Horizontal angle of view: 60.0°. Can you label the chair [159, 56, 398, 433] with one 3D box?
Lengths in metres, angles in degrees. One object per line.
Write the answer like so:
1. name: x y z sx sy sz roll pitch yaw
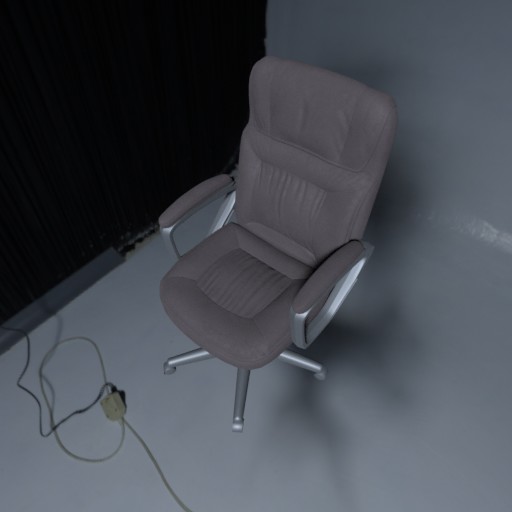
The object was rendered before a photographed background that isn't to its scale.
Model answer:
1. chair: 0.000 0.000 1.546 0.667 1.105 0.724 31 53 27
